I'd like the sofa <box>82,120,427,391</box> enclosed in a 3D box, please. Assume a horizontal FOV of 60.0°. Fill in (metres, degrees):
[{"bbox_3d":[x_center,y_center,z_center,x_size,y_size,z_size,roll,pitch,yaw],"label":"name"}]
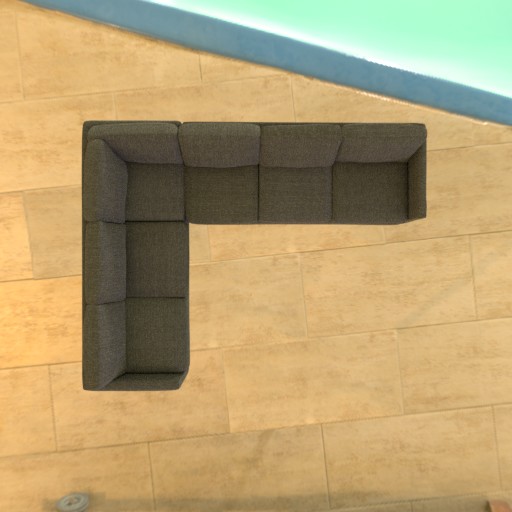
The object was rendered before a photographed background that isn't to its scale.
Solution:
[{"bbox_3d":[0.000,0.000,4.437,3.302,0.947,2.593,0,90,-1],"label":"sofa"}]
